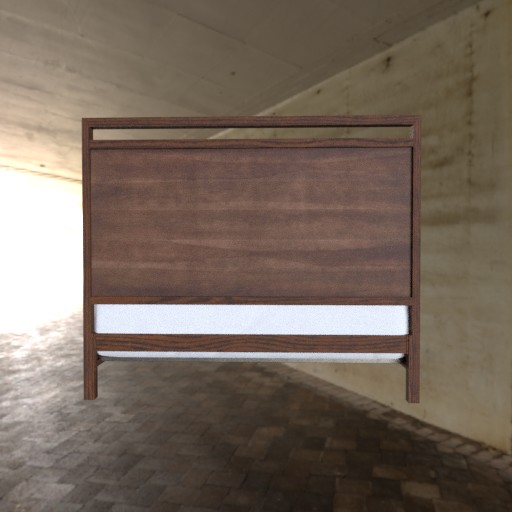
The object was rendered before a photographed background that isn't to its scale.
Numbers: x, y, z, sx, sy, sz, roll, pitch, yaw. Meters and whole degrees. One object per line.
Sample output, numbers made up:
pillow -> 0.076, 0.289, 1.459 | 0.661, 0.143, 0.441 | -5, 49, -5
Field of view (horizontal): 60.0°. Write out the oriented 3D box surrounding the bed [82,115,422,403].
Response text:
bed -> 0.000, 0.000, 3.416 | 1.765, 1.487, 2.218 | 0, 1, 2
